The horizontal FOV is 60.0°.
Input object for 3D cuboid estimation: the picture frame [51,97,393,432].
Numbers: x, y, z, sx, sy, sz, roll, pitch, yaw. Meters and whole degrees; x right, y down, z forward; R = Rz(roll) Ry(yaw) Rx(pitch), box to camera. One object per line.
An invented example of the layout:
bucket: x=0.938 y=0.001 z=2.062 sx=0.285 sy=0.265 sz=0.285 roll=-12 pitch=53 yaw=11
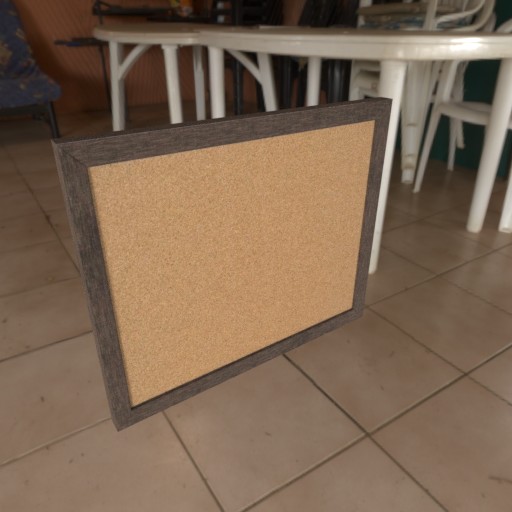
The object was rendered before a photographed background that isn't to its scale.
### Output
picture frame: x=0.000 y=0.000 z=0.737 sx=0.546 sy=0.455 sz=0.026 roll=-18 pitch=33 yaw=-30
